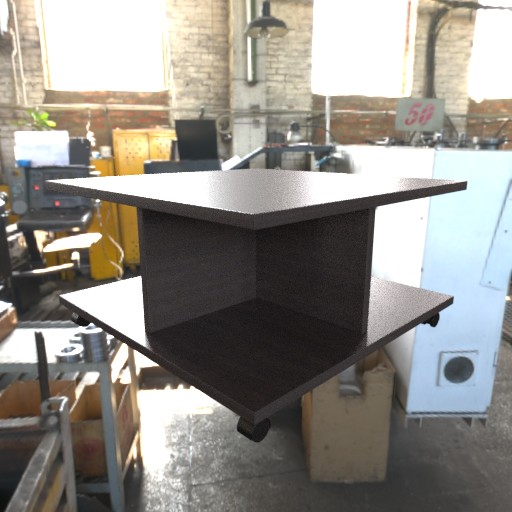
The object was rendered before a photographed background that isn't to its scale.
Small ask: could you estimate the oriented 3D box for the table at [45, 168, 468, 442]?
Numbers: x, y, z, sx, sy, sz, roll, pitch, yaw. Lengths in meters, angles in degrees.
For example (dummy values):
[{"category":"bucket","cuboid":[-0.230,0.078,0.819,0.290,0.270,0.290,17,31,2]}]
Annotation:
[{"category":"table","cuboid":[0.000,0.000,1.178,0.762,0.396,0.762,-14,20,-43]}]
